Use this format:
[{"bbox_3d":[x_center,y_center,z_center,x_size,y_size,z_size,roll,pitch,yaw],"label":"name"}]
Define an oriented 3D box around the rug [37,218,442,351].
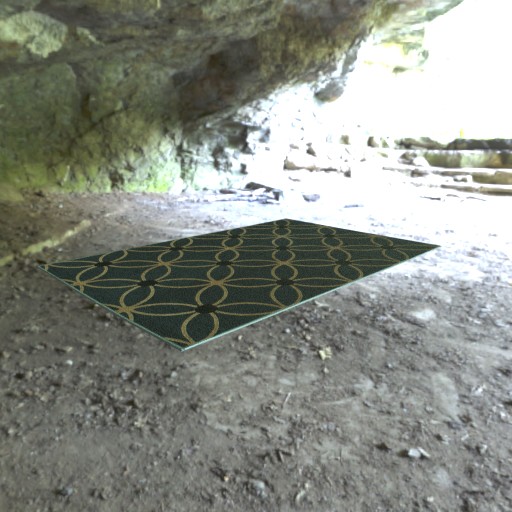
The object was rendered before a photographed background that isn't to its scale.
[{"bbox_3d":[0.000,0.000,2.941,2.284,0.008,1.522,-15,21,-42],"label":"rug"}]
